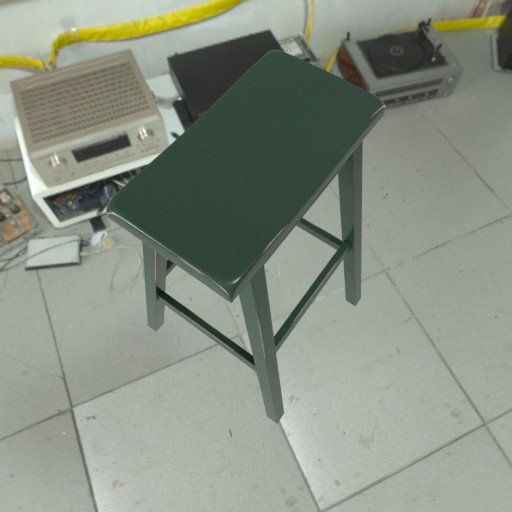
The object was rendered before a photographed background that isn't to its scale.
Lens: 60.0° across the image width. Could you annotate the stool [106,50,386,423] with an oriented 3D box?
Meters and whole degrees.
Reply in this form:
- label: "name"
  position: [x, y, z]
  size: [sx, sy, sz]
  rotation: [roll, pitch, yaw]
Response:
- label: "stool"
  position: [0.000, 0.000, 1.035]
  size: [0.476, 0.737, 0.457]
  rotation: [33, 67, 16]
